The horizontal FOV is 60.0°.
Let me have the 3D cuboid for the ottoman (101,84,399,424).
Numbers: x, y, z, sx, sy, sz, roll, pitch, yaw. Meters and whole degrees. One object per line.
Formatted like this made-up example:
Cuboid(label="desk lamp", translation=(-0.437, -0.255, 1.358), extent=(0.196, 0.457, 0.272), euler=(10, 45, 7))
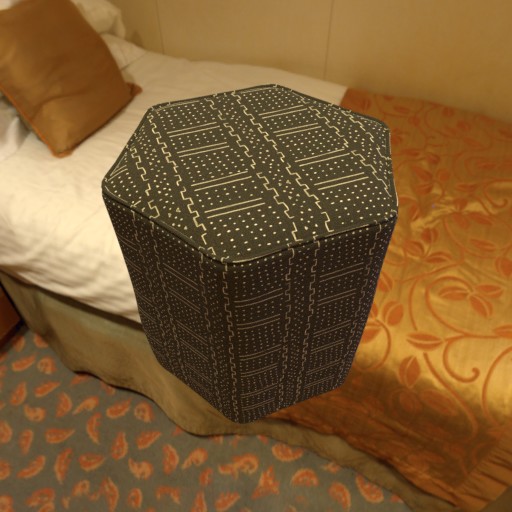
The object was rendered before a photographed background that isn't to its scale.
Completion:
Cuboid(label="ottoman", translation=(0.000, 0.000, 0.881), extent=(0.494, 0.502, 0.443), euler=(-16, 48, -15))
